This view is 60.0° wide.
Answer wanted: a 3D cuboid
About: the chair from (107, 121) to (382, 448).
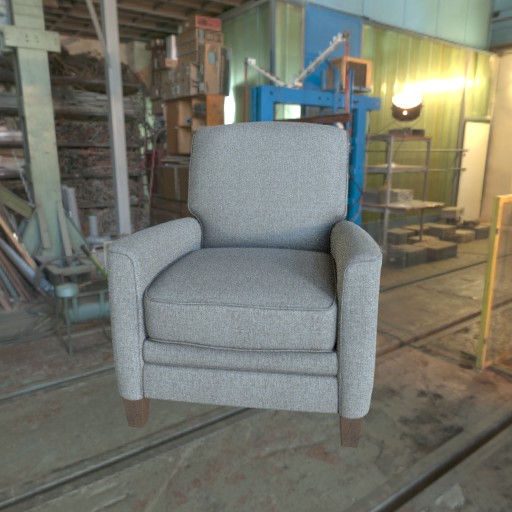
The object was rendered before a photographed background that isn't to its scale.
[{"bbox_3d":[0.000,0.000,1.655,0.848,1.014,0.864,2,14,8],"label":"chair"}]
